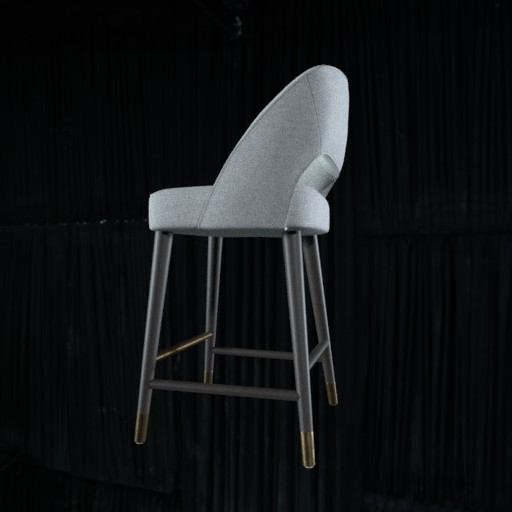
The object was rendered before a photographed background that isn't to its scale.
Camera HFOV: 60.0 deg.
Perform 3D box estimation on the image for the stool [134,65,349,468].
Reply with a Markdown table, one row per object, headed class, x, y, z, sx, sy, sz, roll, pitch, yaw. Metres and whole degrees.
| class | x | y | z | sx | sy | sz | roll | pitch | yaw |
| --- | --- | --- | --- | --- | --- | --- | --- | --- | --- |
| stool | 0.000 | 0.000 | 1.251 | 0.509 | 0.940 | 0.494 | 0 | 0 | 17 |
